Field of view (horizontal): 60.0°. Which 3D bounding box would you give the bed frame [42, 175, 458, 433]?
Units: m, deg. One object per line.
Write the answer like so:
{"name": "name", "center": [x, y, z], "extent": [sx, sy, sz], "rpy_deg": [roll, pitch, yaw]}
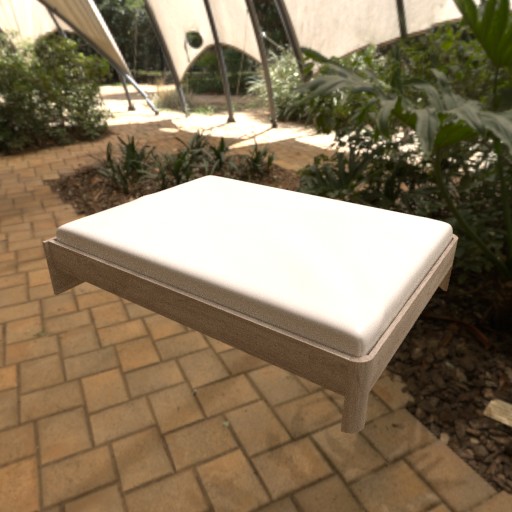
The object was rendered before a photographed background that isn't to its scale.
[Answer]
{"name": "bed frame", "center": [0.000, 0.000, 2.644], "extent": [1.950, 0.462, 1.490], "rpy_deg": [17, 30, 31]}
